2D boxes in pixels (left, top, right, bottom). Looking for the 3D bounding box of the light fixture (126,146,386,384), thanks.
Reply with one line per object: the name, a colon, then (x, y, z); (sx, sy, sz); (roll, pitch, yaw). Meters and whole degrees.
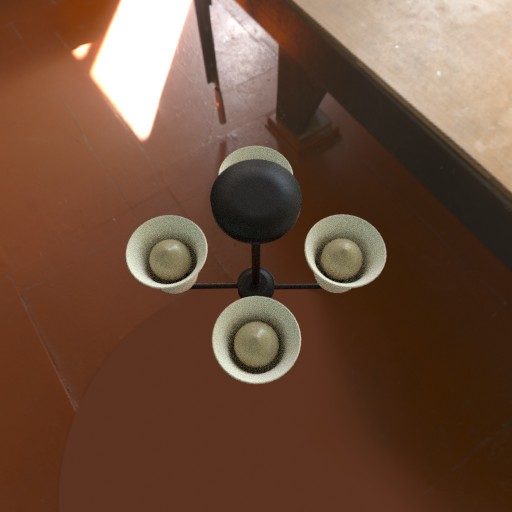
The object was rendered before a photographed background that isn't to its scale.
light fixture: (0.000, 0.000, 1.872); (1.069, 0.925, 1.069); (0, 65, 0)
